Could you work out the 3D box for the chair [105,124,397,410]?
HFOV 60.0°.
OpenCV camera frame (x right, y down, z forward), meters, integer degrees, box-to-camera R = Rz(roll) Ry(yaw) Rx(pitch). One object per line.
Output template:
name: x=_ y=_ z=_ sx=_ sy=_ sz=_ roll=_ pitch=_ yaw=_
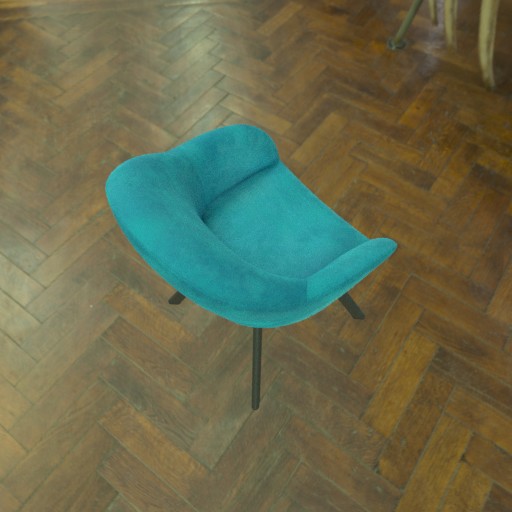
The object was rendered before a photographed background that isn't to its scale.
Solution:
chair: x=0.000 y=0.000 z=1.199 sx=0.590 sy=0.795 sz=0.550 roll=-35 pitch=65 yaw=-19
